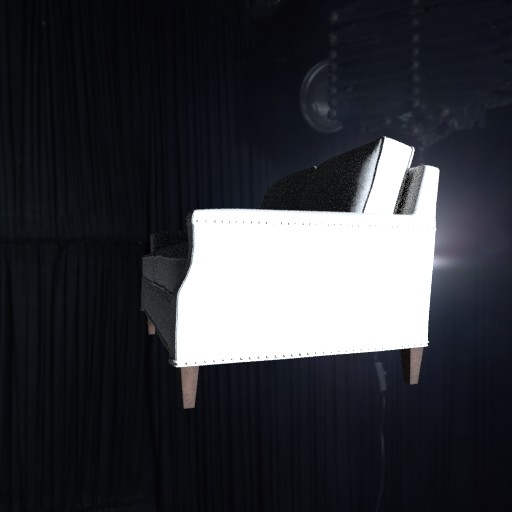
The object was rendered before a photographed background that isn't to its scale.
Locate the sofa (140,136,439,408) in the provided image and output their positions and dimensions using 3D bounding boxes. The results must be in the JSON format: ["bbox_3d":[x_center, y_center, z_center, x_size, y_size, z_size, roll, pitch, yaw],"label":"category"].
[{"bbox_3d":[0.000,0.000,2.319,1.084,1.003,1.597,0,0,-18],"label":"sofa"}]
